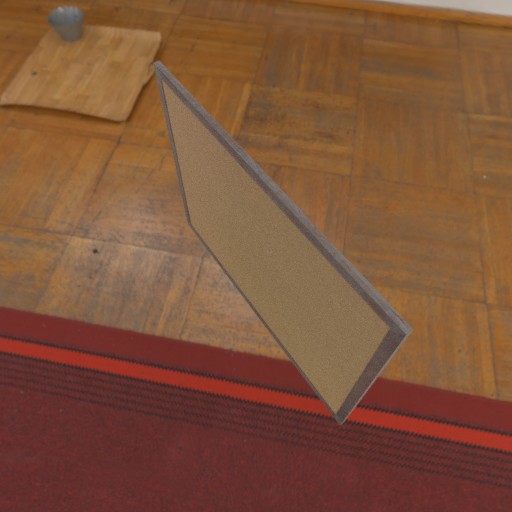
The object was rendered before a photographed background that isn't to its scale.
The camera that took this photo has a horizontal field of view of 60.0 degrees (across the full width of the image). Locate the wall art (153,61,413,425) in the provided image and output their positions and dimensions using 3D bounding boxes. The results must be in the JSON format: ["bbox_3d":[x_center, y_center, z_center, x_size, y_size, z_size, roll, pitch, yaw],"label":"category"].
[{"bbox_3d":[0.000,0.000,1.378,0.019,0.774,1.012,-30,62,-18],"label":"wall art"}]
